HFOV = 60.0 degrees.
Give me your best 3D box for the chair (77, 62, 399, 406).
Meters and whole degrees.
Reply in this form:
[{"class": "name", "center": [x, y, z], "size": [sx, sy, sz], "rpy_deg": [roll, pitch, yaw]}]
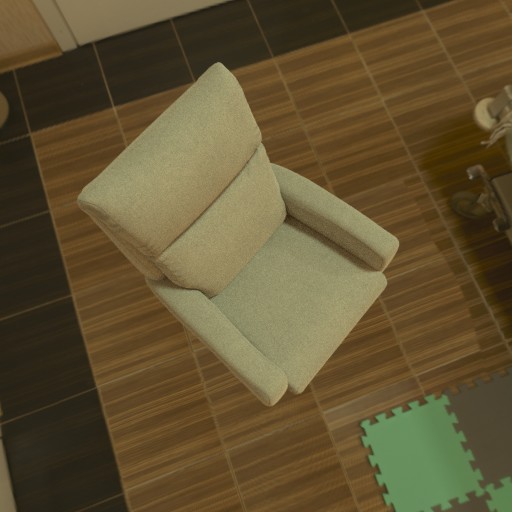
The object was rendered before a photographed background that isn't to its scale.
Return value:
[{"class": "chair", "center": [0.000, 0.000, 1.702], "size": [0.940, 1.021, 0.794], "rpy_deg": [40, 79, 10]}]
